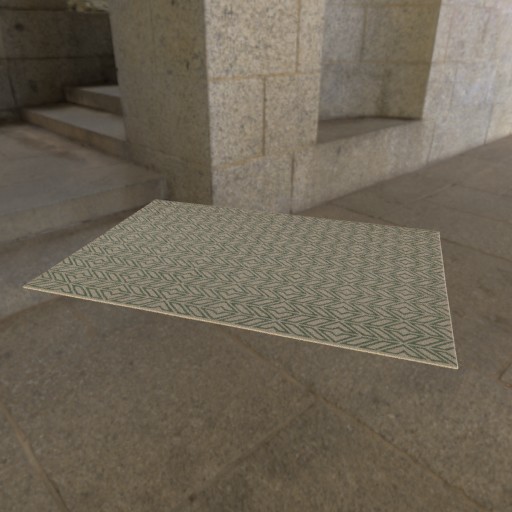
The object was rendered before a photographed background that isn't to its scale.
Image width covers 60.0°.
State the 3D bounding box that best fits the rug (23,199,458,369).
[{"bbox_3d":[0.000,0.000,2.277,1.828,0.007,1.220,8,28,15],"label":"rug"}]
